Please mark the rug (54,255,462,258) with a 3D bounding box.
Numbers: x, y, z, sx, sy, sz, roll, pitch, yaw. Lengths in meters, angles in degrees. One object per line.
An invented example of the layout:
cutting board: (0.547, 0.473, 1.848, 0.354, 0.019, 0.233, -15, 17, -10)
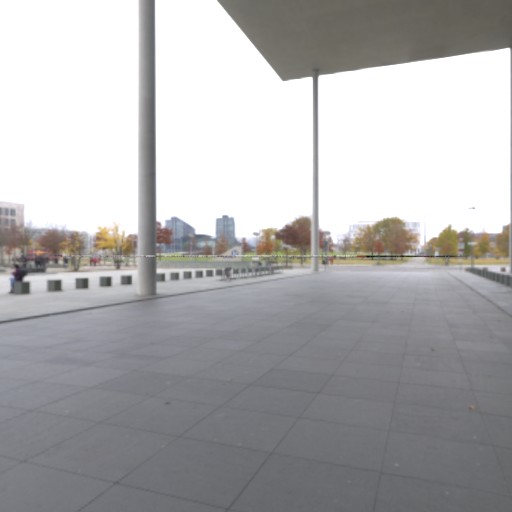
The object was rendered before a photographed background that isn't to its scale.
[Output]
rug: (0.000, 0.000, 2.299, 1.848, 0.012, 1.217, 0, 0, 36)
